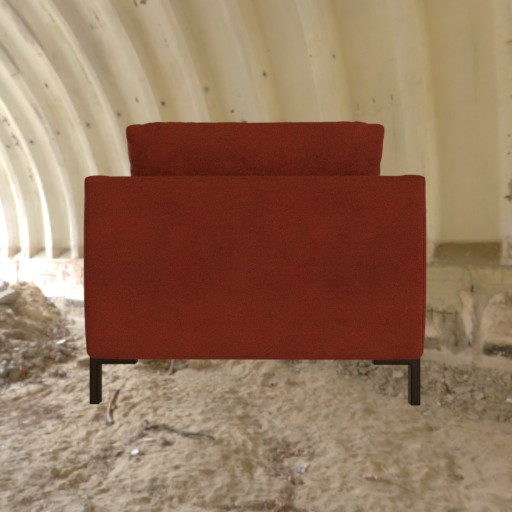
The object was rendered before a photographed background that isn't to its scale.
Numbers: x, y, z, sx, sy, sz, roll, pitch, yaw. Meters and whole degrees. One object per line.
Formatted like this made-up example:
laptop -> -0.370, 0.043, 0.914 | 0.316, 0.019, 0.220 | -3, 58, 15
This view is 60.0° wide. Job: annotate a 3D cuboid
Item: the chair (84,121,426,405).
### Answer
chair -> 0.000, 0.000, 1.629 | 0.964, 0.812, 0.875 | 0, 0, 1
